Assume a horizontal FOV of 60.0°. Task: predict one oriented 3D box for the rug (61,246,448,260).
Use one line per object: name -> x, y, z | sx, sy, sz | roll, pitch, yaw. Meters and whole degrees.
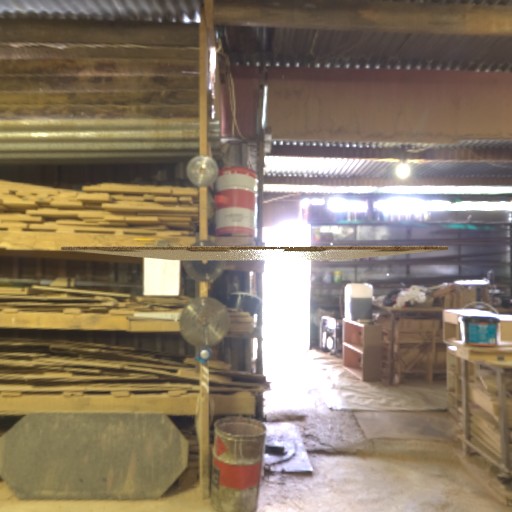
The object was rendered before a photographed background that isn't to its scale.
rug -> 0.000, 0.000, 2.890 | 1.528, 0.014, 2.292 | 0, -2, 0
